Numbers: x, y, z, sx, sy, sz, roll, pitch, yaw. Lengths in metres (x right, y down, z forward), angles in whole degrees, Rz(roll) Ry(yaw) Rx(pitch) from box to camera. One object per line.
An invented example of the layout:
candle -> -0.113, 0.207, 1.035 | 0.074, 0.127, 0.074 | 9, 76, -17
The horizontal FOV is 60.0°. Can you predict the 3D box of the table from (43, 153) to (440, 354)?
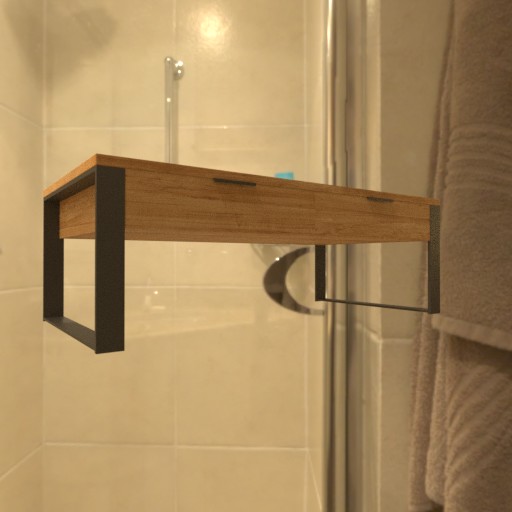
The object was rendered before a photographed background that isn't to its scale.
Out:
table -> 0.000, 0.000, 1.454 | 1.180, 0.400, 0.590 | 0, -1, -35
